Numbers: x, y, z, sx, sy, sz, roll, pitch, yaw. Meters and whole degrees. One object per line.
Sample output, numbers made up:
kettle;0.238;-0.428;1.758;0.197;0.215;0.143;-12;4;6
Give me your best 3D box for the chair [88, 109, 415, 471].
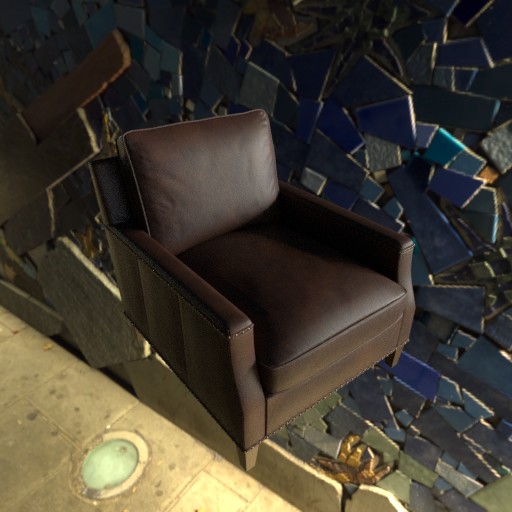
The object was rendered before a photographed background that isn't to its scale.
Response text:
chair;0.000;0.000;1.741;0.853;0.929;1.014;-22;37;-32
